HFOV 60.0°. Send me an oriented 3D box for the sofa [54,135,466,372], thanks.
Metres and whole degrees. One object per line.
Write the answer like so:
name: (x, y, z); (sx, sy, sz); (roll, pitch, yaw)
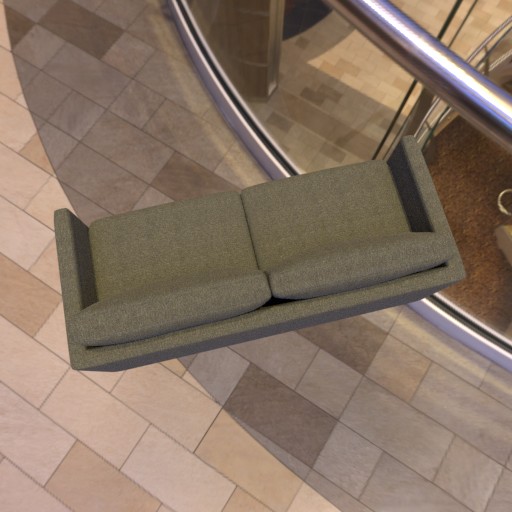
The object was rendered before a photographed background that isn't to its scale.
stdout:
sofa: (0.000, 0.000, 2.748); (2.208, 0.965, 0.948); (-13, 75, -3)
